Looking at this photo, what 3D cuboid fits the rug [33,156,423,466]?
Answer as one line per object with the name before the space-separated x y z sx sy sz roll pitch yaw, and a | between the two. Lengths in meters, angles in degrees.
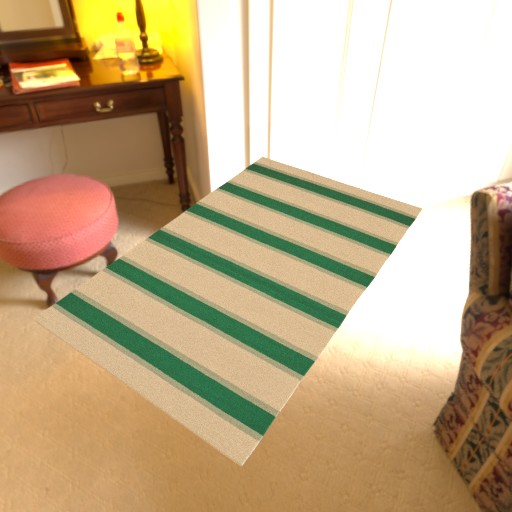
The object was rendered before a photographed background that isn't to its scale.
rug | 0.000 0.000 3.045 1.521 0.015 2.436 24 46 25
